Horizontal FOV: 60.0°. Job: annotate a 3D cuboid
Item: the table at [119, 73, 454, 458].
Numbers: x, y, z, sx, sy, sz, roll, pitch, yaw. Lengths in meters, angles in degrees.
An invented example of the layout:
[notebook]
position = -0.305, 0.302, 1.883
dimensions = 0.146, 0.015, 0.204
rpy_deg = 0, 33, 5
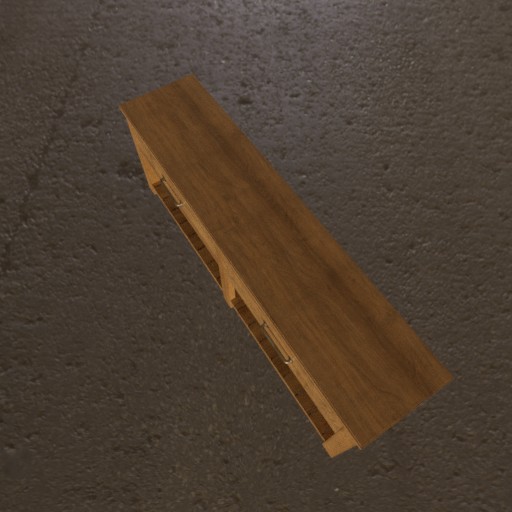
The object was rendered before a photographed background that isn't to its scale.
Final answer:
[table]
position = 0.000, 0.000, 2.090
dimensions = 0.425, 0.635, 1.815
rpy_deg = -30, 66, -15
